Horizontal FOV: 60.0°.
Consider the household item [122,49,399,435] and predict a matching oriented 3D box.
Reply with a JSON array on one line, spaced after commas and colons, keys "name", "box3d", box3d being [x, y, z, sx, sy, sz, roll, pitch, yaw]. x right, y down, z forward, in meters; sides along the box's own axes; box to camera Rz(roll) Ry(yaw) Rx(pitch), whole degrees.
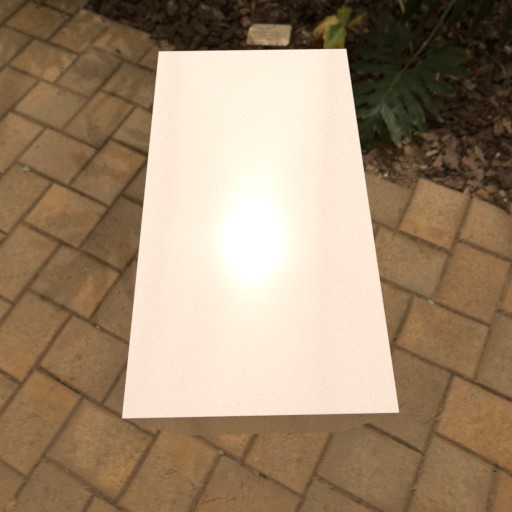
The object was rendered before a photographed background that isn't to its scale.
[{"name": "household item", "box3d": [0.000, 0.000, 1.523, 0.597, 0.749, 1.100, -1, 65, 0]}]
